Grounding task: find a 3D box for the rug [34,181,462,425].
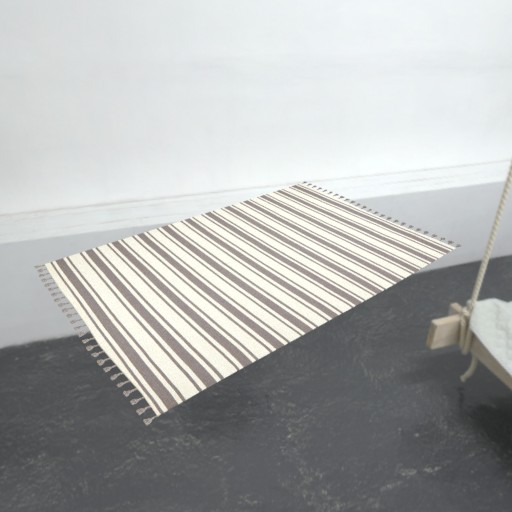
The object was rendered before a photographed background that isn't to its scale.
[{"bbox_3d":[0.000,0.000,2.954,2.425,0.014,1.563,-22,37,-32],"label":"rug"}]
